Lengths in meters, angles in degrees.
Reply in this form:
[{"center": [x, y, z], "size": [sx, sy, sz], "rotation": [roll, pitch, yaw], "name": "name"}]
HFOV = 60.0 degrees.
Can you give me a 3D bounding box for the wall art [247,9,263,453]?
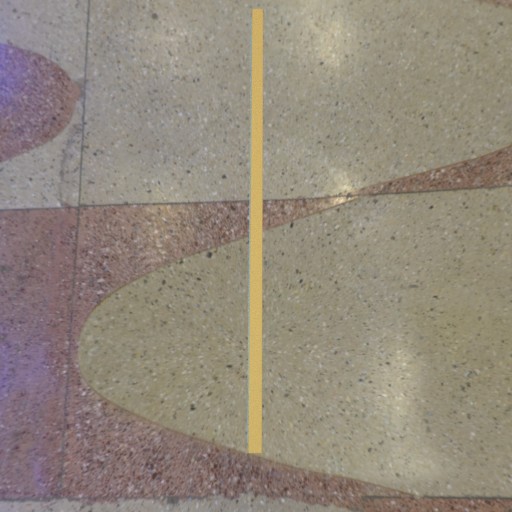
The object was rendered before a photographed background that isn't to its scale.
[{"center": [0.000, 0.000, 0.661], "size": [0.013, 0.455, 0.457], "rotation": [0, 77, 0], "name": "wall art"}]
